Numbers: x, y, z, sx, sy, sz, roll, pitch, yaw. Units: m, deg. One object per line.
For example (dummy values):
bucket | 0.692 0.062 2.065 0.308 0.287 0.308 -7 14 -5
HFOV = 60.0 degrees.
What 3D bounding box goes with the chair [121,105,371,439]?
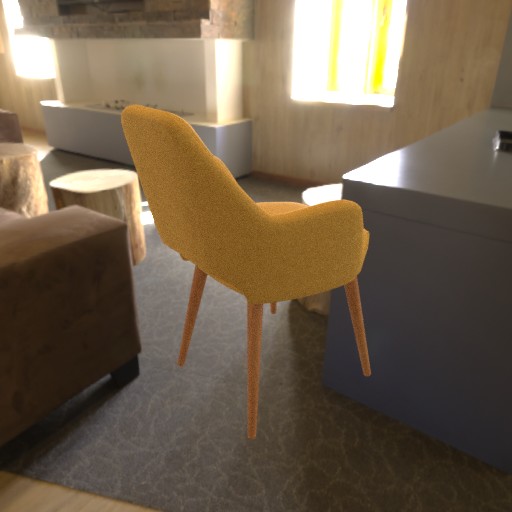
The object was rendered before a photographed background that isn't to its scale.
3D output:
chair | 0.000 0.000 1.243 0.610 0.840 0.590 -19 32 -34
